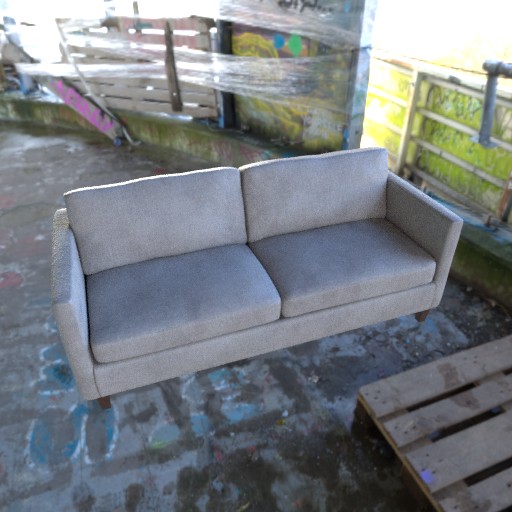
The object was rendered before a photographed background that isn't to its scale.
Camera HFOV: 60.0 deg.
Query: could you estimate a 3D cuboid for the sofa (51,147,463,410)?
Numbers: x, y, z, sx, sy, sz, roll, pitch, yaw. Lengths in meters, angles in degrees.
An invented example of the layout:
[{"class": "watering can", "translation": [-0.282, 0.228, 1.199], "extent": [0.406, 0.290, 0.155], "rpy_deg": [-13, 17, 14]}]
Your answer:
[{"class": "sofa", "translation": [0.000, 0.000, 2.690], "extent": [2.208, 0.965, 0.951], "rpy_deg": [-11, 36, -16]}]
